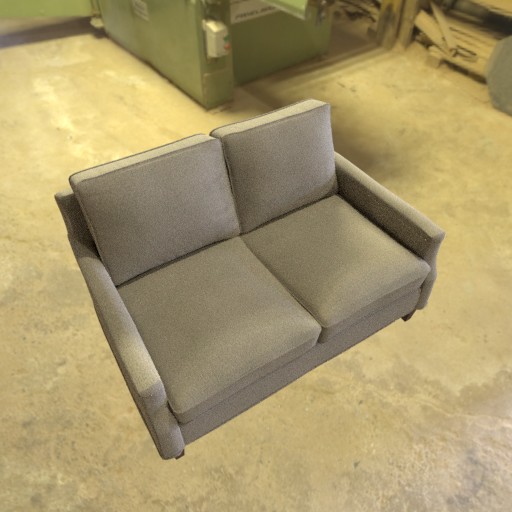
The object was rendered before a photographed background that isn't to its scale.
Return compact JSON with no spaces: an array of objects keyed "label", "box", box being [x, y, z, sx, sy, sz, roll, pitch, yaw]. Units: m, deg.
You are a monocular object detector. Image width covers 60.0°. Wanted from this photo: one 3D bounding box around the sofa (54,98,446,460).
[{"label":"sofa","box":[0.000,0.000,2.217,1.597,1.003,1.084,-24,51,-22]}]
